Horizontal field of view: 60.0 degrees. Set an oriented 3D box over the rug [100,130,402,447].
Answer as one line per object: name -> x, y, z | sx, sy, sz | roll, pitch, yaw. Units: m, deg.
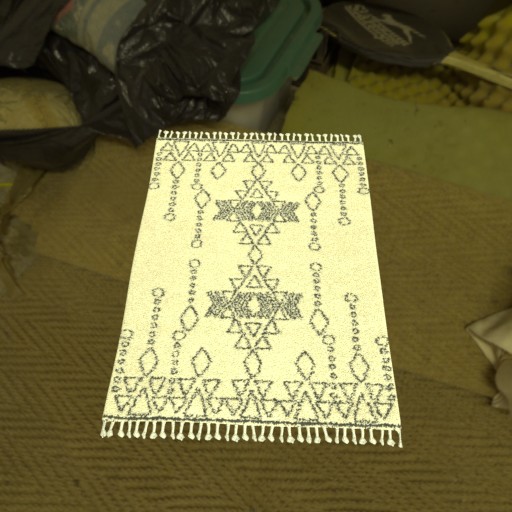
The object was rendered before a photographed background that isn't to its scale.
rug -> 0.000, 0.000, 3.852 | 2.125, 0.028, 3.027 | 1, 59, 1
